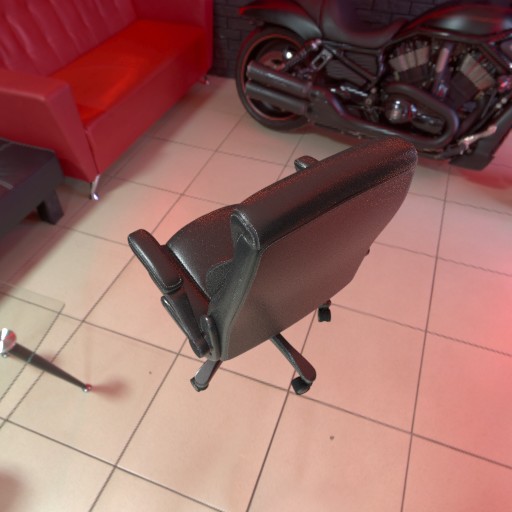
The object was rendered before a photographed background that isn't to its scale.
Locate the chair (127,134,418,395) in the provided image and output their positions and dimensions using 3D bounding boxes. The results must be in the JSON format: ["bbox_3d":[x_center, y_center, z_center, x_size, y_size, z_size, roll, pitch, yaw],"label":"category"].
[{"bbox_3d":[0.000,0.000,1.597,0.782,1.110,0.724,-28,53,-24],"label":"chair"}]
